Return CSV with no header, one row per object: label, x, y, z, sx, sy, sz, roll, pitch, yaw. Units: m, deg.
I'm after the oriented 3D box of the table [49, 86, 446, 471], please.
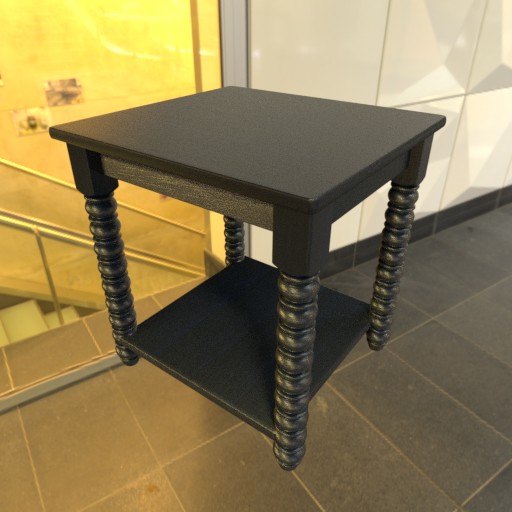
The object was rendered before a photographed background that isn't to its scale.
table,0.000,0.000,0.944,0.533,0.567,0.500,21,36,31
